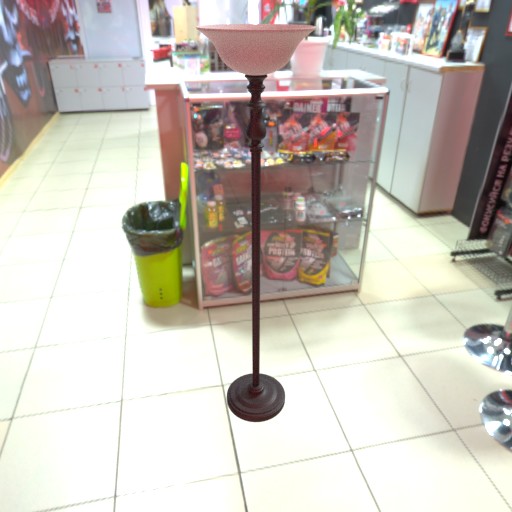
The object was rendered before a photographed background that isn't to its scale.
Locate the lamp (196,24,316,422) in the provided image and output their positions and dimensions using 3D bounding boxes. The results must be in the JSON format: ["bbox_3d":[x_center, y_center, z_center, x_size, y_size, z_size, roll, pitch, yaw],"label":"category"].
[{"bbox_3d":[0.000,0.000,1.952,0.405,1.797,0.405,11,32,18],"label":"lamp"}]
